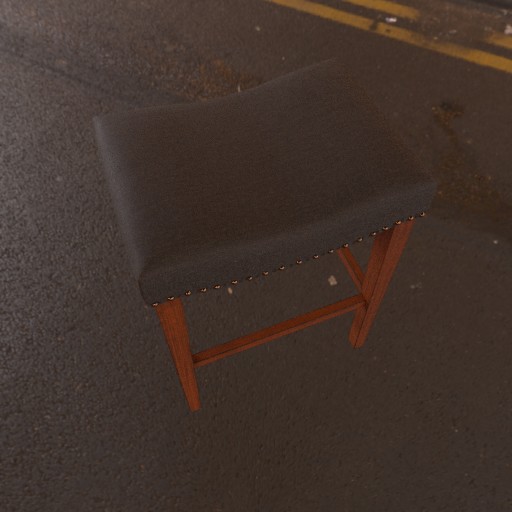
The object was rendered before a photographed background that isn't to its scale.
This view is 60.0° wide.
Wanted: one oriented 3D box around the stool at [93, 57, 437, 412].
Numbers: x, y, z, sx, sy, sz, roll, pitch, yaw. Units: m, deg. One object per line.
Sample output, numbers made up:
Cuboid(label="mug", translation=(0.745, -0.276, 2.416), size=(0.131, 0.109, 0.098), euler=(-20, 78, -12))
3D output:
Cuboid(label="stool", translation=(0.000, 0.000, 0.865), size=(0.439, 0.612, 0.320), euler=(-18, 60, -11))
